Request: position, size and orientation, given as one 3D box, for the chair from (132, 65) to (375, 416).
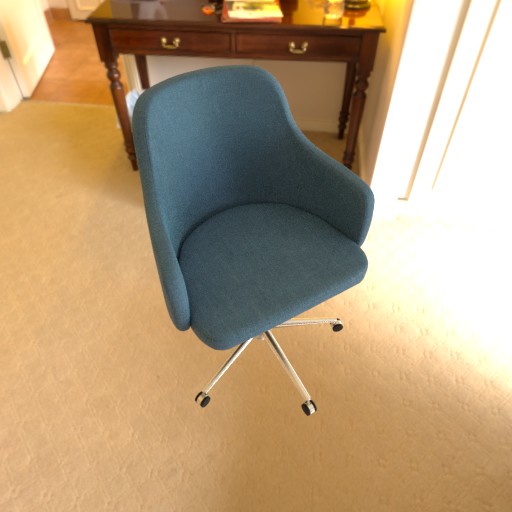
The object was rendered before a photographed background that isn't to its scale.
[{"bbox_3d":[0.000,0.000,1.249,0.599,0.820,0.655,-23,50,-21],"label":"chair"}]
